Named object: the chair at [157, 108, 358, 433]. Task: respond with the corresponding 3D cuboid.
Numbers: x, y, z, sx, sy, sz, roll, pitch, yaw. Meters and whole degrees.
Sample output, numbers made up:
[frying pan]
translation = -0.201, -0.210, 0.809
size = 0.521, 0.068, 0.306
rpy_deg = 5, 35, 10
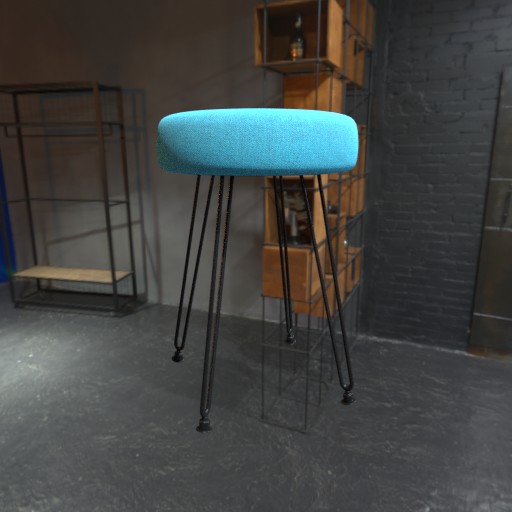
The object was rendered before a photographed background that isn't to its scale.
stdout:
[chair]
translation = 0.000, 0.000, 0.719
size = 0.350, 0.440, 0.350
rpy_deg = 7, 15, 25
